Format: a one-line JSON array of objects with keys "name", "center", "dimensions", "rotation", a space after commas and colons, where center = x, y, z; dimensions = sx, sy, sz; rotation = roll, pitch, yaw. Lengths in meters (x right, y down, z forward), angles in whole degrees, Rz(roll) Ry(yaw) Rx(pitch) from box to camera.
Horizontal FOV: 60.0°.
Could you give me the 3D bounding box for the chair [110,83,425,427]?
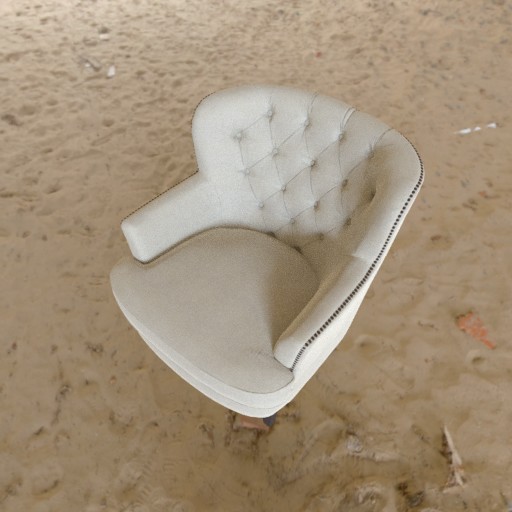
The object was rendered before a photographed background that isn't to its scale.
[{"name": "chair", "center": [0.000, 0.000, 1.598], "dimensions": [0.848, 0.868, 0.906], "rotation": [31, 54, 26]}]
